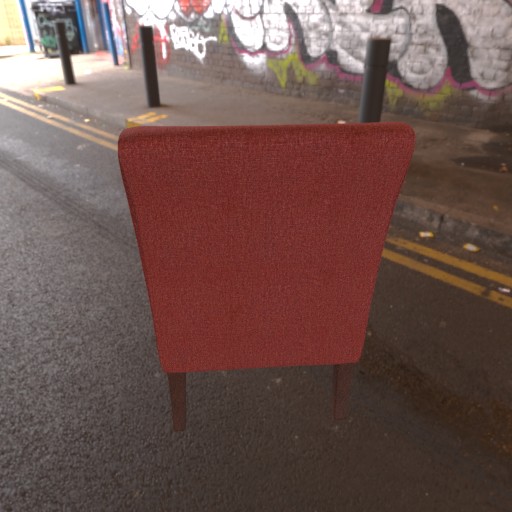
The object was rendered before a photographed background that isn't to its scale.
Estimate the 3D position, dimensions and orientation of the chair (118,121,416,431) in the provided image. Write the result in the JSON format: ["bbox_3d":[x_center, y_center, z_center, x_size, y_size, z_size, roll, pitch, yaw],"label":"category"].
[{"bbox_3d":[0.000,0.000,1.230,0.538,0.846,0.640,-2,30,-4],"label":"chair"}]
